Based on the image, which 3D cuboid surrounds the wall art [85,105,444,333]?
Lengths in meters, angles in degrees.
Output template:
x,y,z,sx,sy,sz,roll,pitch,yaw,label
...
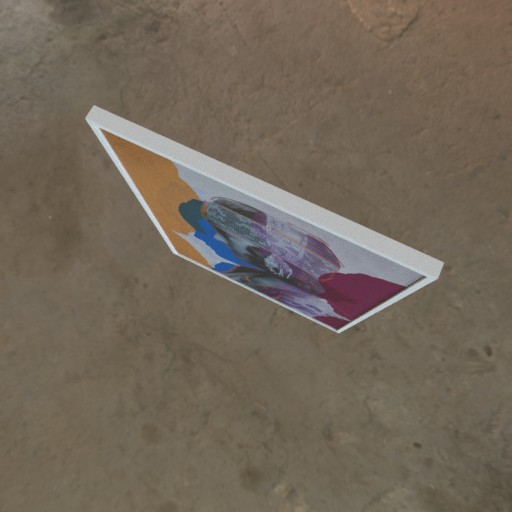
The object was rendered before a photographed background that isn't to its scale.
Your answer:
x,y,z,sx,sy,sz,roll,pitch,yaw,label
0.000,0.000,1.408,0.795,1.050,0.039,25,76,7,wall art
